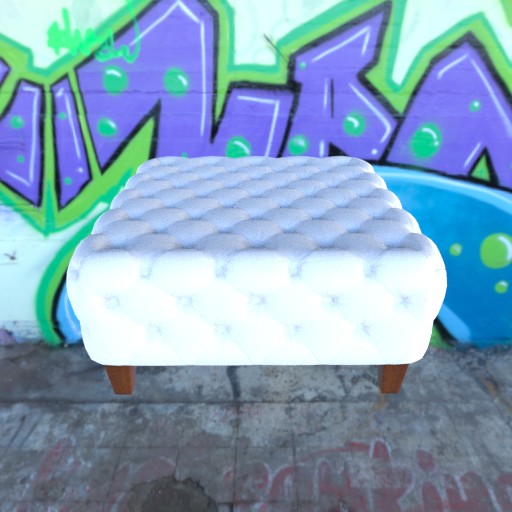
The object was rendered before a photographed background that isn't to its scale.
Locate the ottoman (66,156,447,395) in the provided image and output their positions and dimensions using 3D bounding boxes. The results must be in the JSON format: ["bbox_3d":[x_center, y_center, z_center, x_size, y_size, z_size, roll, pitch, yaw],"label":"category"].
[{"bbox_3d":[0.000,0.000,1.225,0.753,0.376,0.755,0,28,0],"label":"ottoman"}]
